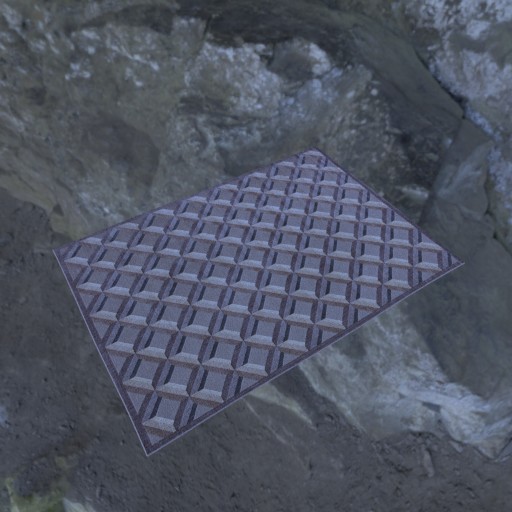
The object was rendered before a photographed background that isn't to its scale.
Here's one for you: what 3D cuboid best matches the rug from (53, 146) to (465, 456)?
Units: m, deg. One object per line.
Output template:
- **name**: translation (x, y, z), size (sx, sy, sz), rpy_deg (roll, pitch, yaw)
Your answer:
- **rug**: translation (0.000, 0.000, 2.961), size (2.260, 0.013, 1.600), rpy_deg (-25, 53, -21)
